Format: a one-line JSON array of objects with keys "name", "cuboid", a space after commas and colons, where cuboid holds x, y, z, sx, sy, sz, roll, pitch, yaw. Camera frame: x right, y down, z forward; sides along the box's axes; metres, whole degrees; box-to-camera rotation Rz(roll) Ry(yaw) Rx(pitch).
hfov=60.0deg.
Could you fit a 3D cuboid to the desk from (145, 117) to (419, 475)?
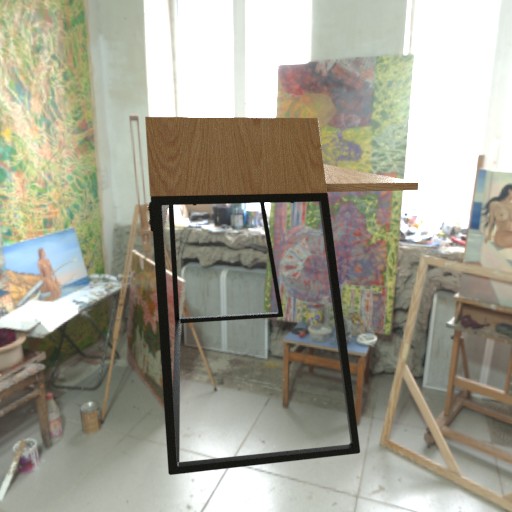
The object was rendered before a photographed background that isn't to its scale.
[{"name": "desk", "cuboid": [0.000, 0.000, 1.859, 0.769, 1.061, 1.191, -2, 15, -9]}]
